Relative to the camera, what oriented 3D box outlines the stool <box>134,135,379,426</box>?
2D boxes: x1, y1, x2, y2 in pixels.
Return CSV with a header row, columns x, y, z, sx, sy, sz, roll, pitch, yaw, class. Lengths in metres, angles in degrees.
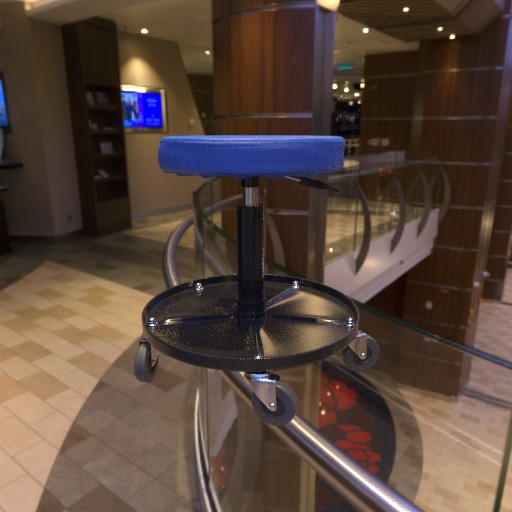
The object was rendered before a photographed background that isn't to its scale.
x,y,z,sx,sy,sz,roll,pitch,yaw,class
0.000,0.000,0.699,0.382,0.365,0.381,-2,16,-8,stool
